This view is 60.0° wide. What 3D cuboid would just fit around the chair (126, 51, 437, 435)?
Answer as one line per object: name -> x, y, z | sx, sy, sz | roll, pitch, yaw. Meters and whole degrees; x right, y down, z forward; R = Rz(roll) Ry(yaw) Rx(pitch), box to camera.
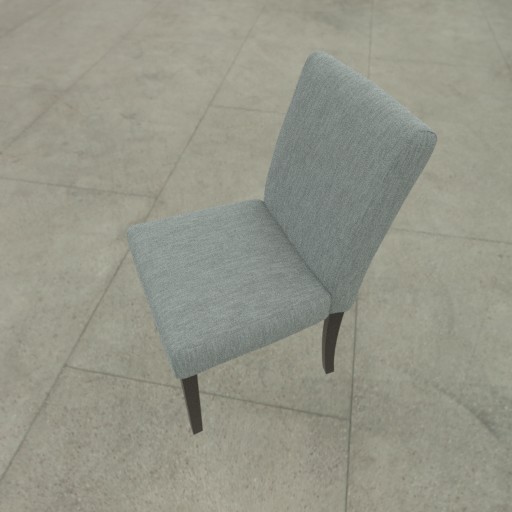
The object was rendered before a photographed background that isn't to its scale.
chair -> 0.000, 0.000, 1.233 | 0.629, 0.884, 0.487 | -18, 49, -16
